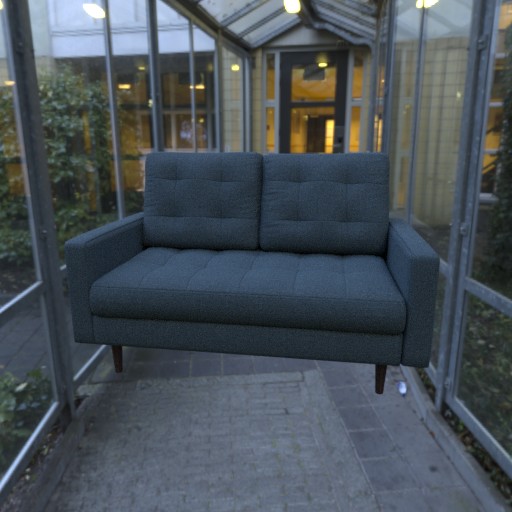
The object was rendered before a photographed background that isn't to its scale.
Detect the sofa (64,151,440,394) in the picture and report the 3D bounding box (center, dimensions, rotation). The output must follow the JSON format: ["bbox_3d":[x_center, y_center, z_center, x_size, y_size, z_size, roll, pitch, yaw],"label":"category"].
[{"bbox_3d":[0.000,0.000,2.008,1.407,0.907,0.842,2,15,9],"label":"sofa"}]
